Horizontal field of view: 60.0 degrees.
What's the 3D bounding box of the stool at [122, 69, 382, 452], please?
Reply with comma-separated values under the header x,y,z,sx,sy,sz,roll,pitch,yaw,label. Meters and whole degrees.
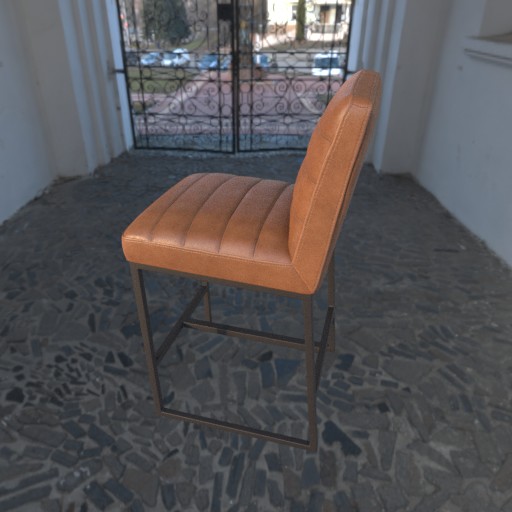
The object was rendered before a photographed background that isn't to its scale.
x,y,z,sx,sy,sz,roll,pitch,yaw,label
0.000,0.000,1.230,0.556,0.940,0.458,8,31,13,stool
